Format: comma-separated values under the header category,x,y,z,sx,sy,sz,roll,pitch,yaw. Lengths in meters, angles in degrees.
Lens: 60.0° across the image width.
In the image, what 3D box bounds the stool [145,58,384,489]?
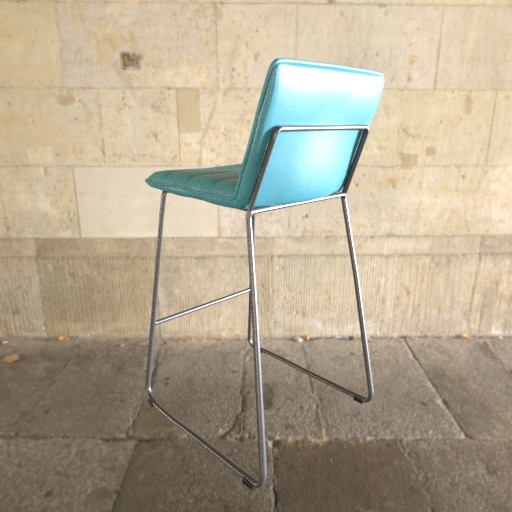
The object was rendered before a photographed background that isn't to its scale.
category,x,y,z,sx,sy,sz,roll,pitch,yaw
stool,0.000,0.000,1.218,0.489,0.936,0.524,-16,23,-42
